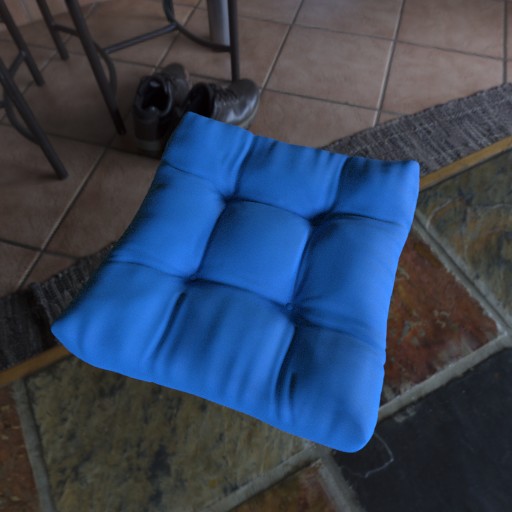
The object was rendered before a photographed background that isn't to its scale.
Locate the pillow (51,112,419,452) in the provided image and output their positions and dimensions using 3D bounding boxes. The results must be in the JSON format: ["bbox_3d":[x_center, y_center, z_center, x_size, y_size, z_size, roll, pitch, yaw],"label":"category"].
[{"bbox_3d":[0.000,0.000,0.728,0.468,0.128,0.490,16,60,9],"label":"pillow"}]
